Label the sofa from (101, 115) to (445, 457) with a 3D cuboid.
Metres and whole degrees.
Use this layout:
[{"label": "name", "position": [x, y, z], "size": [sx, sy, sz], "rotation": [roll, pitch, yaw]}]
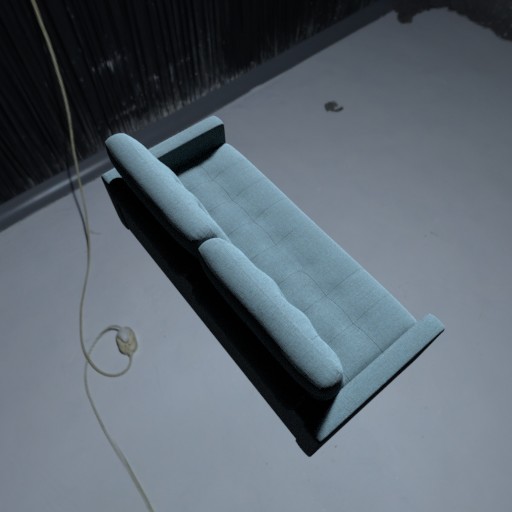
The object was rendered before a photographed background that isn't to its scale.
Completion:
[{"label": "sofa", "position": [0.000, 0.000, 2.628], "size": [0.966, 1.050, 2.010], "rotation": [-35, 65, -19]}]
